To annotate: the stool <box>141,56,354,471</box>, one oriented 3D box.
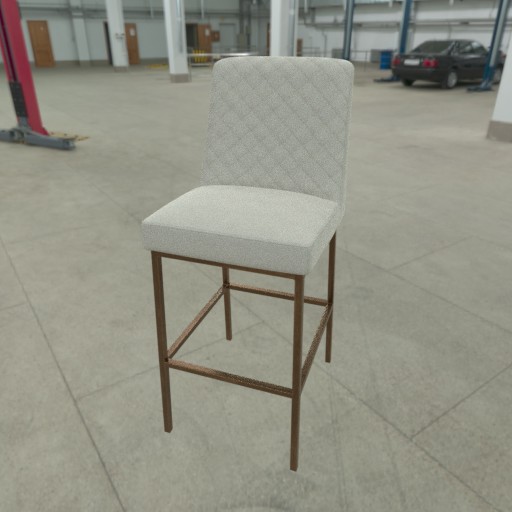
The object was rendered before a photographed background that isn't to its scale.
[{"bbox_3d":[0.000,0.000,1.342,0.462,1.084,0.546,9,28,17],"label":"stool"}]
